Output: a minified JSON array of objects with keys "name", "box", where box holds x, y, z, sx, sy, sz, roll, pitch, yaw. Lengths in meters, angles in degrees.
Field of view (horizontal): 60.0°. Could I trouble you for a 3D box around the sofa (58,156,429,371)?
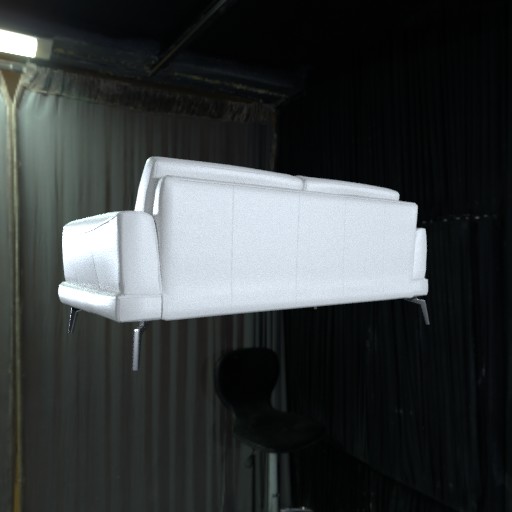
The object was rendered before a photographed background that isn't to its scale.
[{"name":"sofa","box":[0.000,0.000,2.807,2.177,0.930,1.121,0,0,-36]}]
